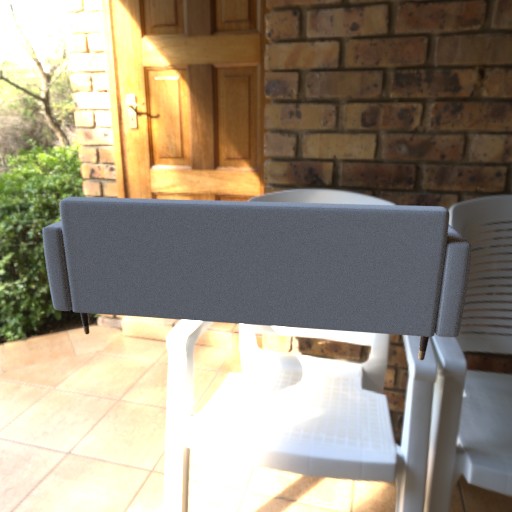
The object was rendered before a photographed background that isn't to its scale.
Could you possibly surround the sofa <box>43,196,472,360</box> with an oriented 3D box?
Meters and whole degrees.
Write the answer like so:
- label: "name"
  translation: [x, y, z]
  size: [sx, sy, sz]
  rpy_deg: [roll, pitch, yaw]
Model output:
- label: "sofa"
  translation: [0.000, 0.000, 2.781]
  size: [2.291, 0.821, 0.990]
  rpy_deg: [3, 17, 9]
